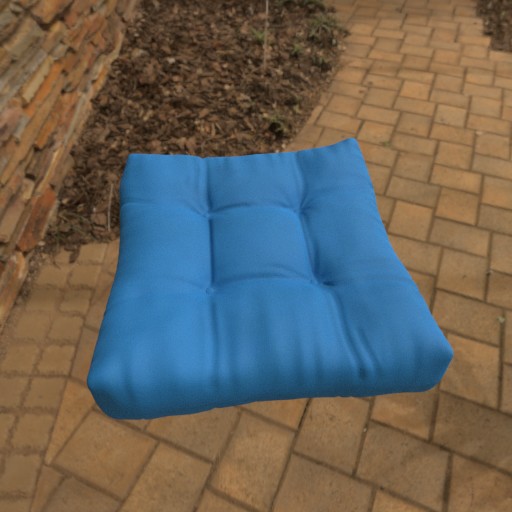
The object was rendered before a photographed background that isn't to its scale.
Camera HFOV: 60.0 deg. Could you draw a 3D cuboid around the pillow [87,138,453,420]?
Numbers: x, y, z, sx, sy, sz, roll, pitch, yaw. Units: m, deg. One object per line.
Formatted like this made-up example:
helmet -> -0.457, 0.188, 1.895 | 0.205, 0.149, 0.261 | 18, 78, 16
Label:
pillow -> 0.000, 0.000, 0.721 | 0.468, 0.128, 0.490 | -4, 48, -4
